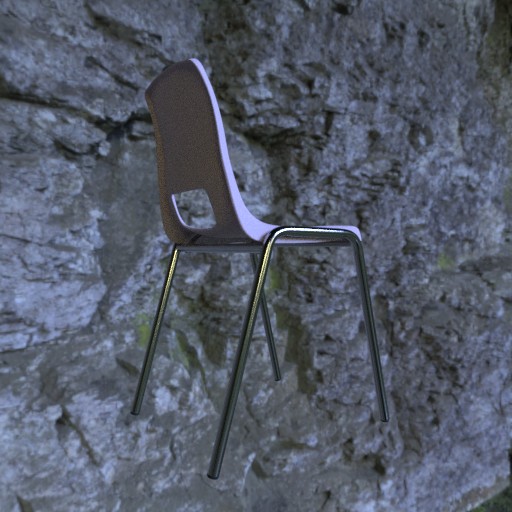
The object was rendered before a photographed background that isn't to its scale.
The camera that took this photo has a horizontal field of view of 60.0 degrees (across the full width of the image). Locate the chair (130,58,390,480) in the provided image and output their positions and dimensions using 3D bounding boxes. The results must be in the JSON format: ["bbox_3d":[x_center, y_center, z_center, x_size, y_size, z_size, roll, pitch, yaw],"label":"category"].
[{"bbox_3d":[0.000,0.000,0.961,0.436,0.704,0.381,-1,1,-36],"label":"chair"}]
